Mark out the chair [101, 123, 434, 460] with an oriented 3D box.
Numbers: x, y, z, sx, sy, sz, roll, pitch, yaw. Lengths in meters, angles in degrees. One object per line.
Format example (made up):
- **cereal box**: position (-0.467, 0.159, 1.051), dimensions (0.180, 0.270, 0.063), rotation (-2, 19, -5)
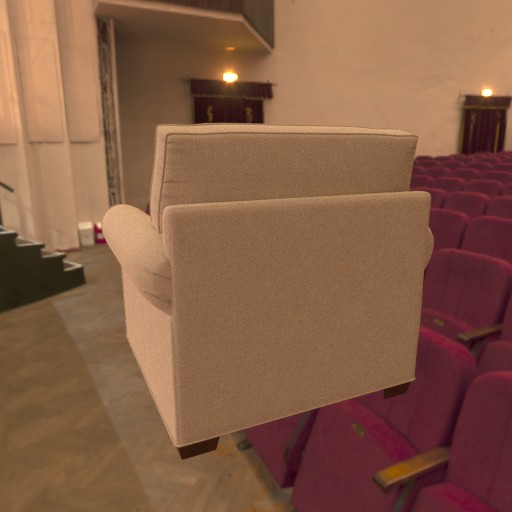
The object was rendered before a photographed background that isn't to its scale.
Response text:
- **chair**: position (0.000, 0.000, 1.707), dimensions (1.040, 0.955, 0.863), rotation (-7, 16, -24)
